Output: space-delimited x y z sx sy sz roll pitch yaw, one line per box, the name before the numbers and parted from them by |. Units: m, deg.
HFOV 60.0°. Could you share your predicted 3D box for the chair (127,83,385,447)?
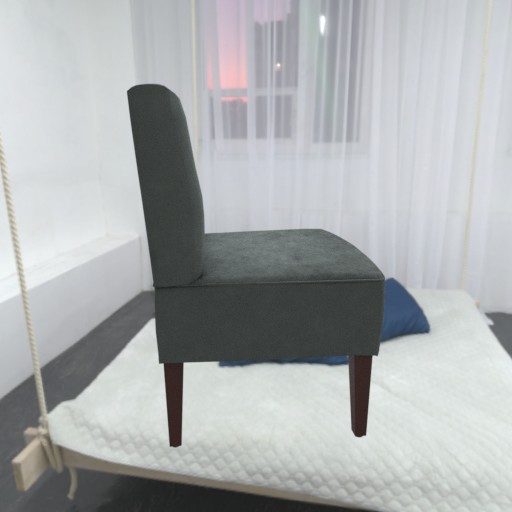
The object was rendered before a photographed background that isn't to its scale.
chair | 0.000 0.000 1.152 0.554 0.806 0.521 -2 16 -8
